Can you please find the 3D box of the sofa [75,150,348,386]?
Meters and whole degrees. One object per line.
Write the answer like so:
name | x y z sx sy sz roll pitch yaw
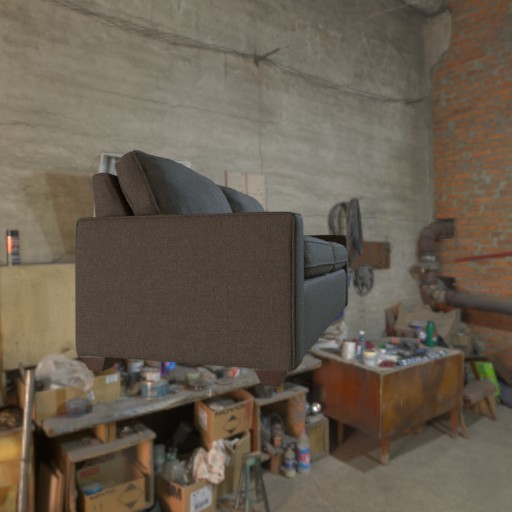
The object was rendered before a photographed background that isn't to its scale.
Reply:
sofa | 0.000 0.000 2.607 0.940 0.919 2.080 0 0 17
